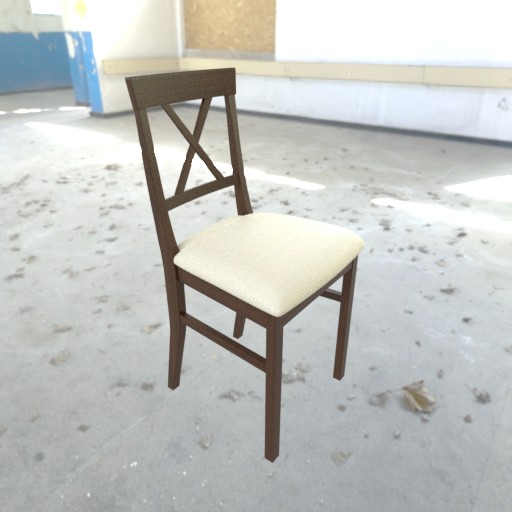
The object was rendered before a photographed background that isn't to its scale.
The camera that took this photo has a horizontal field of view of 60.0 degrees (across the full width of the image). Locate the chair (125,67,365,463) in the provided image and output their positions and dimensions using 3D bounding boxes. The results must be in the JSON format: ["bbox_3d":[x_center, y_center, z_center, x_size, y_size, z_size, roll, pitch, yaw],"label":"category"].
[{"bbox_3d":[0.000,0.000,1.209,0.480,0.913,0.440,19,32,32],"label":"chair"}]
